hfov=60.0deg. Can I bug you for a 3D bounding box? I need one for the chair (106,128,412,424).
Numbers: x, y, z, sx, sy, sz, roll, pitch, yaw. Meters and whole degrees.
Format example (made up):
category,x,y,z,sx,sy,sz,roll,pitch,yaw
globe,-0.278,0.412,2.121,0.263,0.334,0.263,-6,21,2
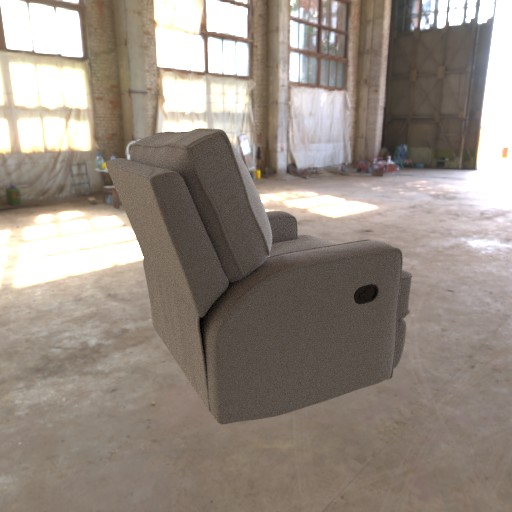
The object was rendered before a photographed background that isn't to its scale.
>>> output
category,x,y,z,sx,sy,sz,roll,pitch,yaw
chair,0.000,0.000,1.746,0.969,0.964,0.861,-8,17,-26
